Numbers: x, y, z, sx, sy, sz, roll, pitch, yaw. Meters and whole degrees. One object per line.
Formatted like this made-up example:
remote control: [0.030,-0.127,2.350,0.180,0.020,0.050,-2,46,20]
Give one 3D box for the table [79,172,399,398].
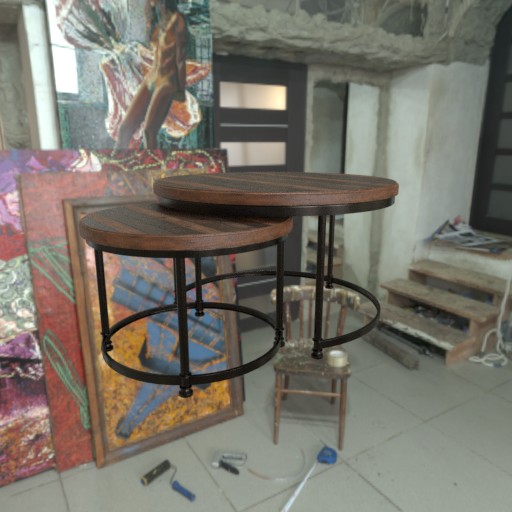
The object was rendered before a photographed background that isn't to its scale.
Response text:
table: [0.000,0.000,1.567,0.870,0.516,1.152,8,16,28]
